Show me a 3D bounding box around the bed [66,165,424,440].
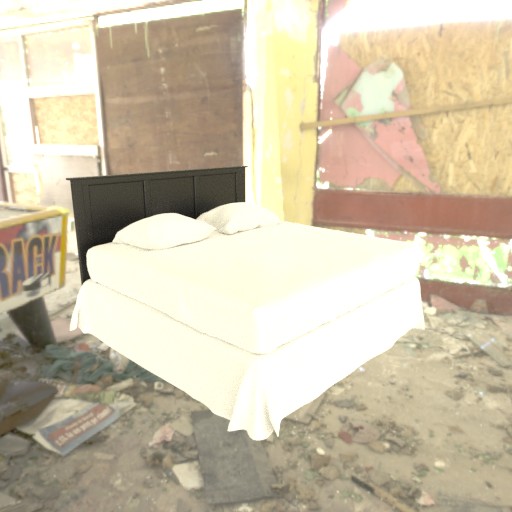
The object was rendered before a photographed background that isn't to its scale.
[{"bbox_3d":[0.000,0.000,3.660,2.219,1.271,2.315,14,21,42],"label":"bed"}]
